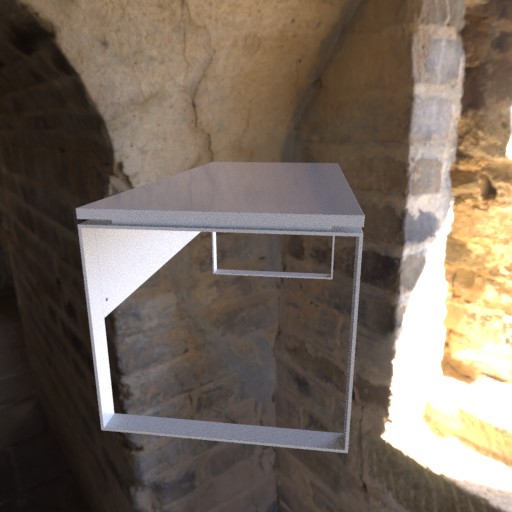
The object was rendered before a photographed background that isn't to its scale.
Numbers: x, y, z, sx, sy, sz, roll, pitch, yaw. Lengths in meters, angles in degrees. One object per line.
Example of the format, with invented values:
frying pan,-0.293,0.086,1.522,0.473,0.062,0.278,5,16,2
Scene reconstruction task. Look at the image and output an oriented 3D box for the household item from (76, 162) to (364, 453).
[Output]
household item,0.000,0.000,2.117,0.800,0.745,1.700,2,16,7
